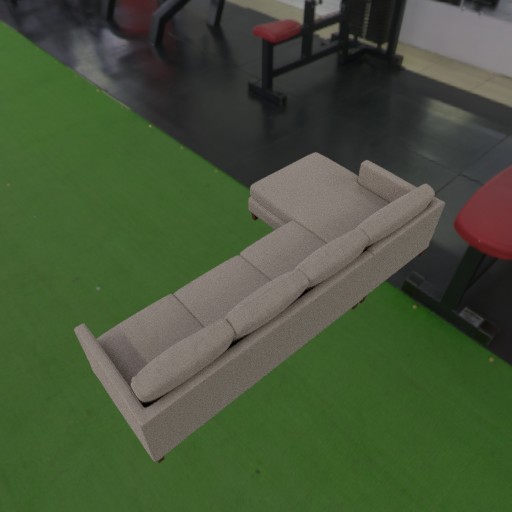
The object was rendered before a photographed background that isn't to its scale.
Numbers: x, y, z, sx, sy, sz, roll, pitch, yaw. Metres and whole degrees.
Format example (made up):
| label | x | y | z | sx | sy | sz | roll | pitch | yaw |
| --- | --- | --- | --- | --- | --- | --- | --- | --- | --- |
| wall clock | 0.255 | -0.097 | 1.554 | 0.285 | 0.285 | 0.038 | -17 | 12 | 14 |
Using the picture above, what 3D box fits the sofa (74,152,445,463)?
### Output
| label | x | y | z | sx | sy | sz | roll | pitch | yaw |
| --- | --- | --- | --- | --- | --- | --- | --- | --- | --- |
| sofa | 0.000 | 0.000 | 3.912 | 3.186 | 0.846 | 1.625 | -32 | 54 | -27 |
